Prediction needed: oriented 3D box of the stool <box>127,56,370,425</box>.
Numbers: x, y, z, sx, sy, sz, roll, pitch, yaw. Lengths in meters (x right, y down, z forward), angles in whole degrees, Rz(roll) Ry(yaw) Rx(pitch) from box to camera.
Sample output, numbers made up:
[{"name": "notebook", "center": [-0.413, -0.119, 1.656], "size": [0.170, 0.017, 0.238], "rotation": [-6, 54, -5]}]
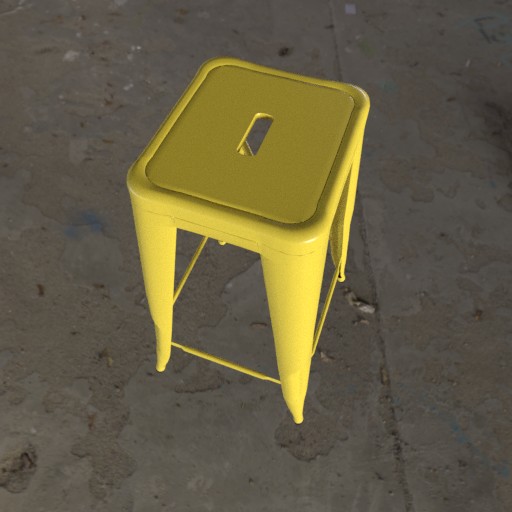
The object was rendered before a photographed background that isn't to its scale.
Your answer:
[{"name": "stool", "center": [0.000, 0.000, 0.835], "size": [0.359, 0.609, 0.399], "rotation": [17, 60, 10]}]
